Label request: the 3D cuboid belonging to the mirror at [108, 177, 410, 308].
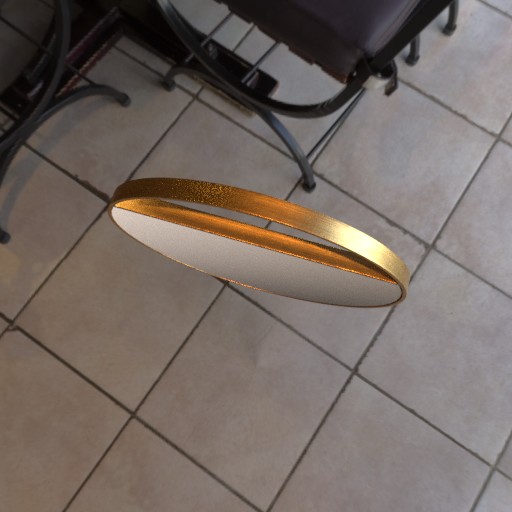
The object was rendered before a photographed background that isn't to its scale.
[{"bbox_3d":[0.000,0.000,0.854,0.565,0.565,0.032,16,76,4],"label":"mirror"}]
